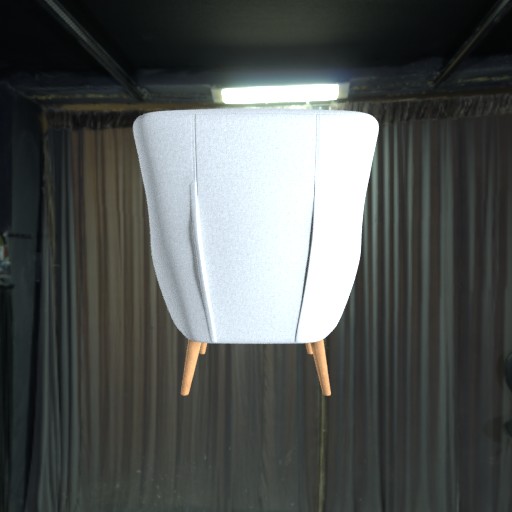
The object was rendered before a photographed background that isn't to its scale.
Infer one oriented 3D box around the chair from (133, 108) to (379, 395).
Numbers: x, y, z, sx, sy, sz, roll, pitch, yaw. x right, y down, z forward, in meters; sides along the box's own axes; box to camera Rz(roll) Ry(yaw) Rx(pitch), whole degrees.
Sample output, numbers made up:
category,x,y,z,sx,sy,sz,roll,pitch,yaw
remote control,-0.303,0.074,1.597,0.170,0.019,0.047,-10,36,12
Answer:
category,x,y,z,sx,sy,sz,roll,pitch,yaw
chair,0.000,0.000,1.672,0.890,0.889,0.889,0,0,0
